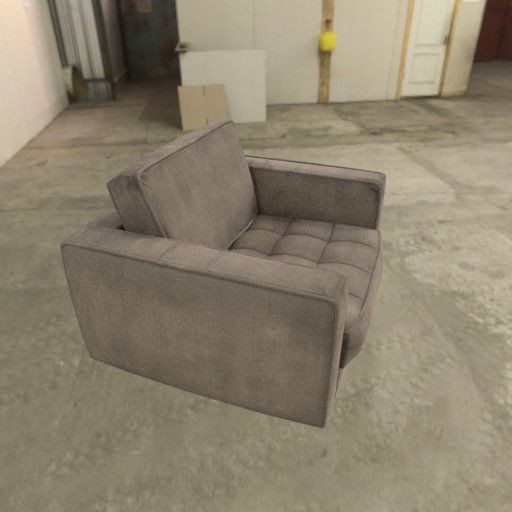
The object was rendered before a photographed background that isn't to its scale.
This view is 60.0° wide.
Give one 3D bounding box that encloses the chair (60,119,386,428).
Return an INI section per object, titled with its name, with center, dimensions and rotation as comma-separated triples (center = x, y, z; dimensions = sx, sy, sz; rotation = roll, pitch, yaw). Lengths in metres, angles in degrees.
[chair]
center = 0.000, 0.000, 1.541
dimensions = 0.843, 0.773, 0.928
rotation = 11, 32, 18
